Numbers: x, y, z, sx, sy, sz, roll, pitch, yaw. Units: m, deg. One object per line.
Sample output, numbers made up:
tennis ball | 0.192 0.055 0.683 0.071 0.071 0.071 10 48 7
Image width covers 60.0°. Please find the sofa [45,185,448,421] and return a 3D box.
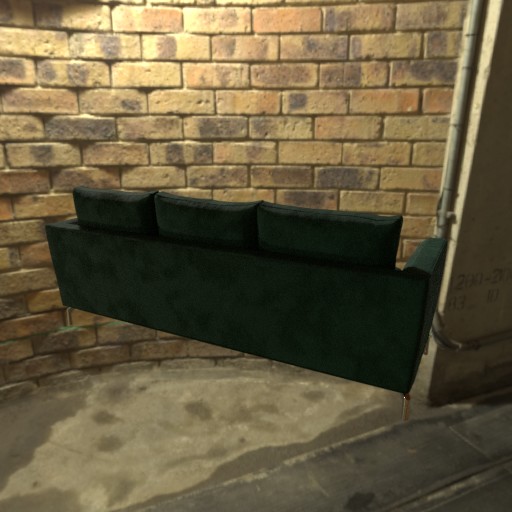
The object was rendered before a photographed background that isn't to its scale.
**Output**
sofa | 0.000 0.000 3.121 2.441 1.007 1.489 8 18 26
